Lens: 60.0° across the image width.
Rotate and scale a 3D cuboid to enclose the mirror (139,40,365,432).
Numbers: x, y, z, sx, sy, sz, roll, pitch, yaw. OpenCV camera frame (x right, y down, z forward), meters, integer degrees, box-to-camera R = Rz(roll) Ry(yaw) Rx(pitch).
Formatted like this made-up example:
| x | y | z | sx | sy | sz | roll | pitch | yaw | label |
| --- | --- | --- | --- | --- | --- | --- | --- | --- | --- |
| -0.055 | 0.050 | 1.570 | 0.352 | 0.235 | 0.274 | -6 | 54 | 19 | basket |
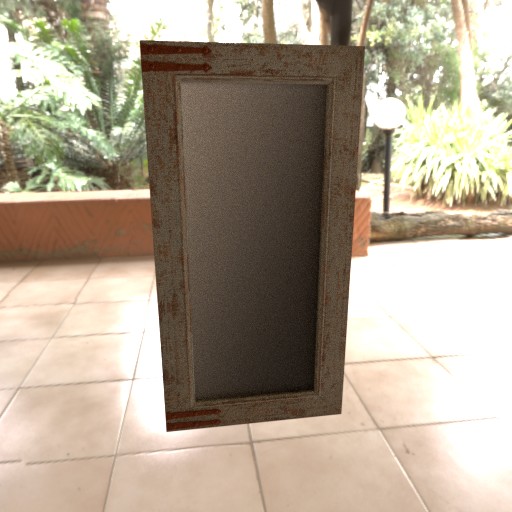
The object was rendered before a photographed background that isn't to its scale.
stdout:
| x | y | z | sx | sy | sz | roll | pitch | yaw | label |
| --- | --- | --- | --- | --- | --- | --- | --- | --- | --- |
| 0.000 | 0.000 | 1.056 | 0.472 | 0.922 | 0.027 | -3 | 17 | -9 | mirror |
